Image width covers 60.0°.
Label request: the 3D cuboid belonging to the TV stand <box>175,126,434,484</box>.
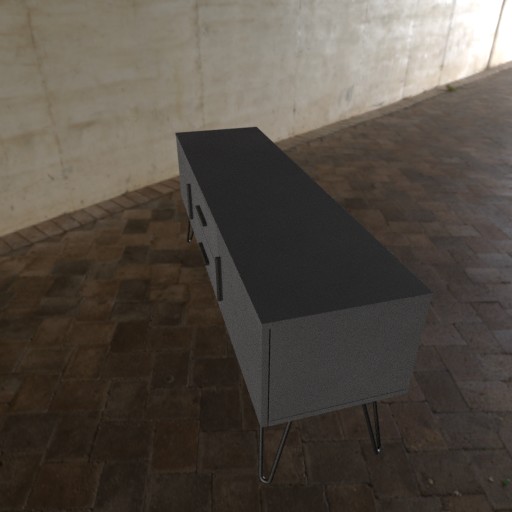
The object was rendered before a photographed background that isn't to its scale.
[{"bbox_3d":[0.000,0.000,1.627,0.400,0.560,1.400,-8,32,-13],"label":"TV stand"}]
